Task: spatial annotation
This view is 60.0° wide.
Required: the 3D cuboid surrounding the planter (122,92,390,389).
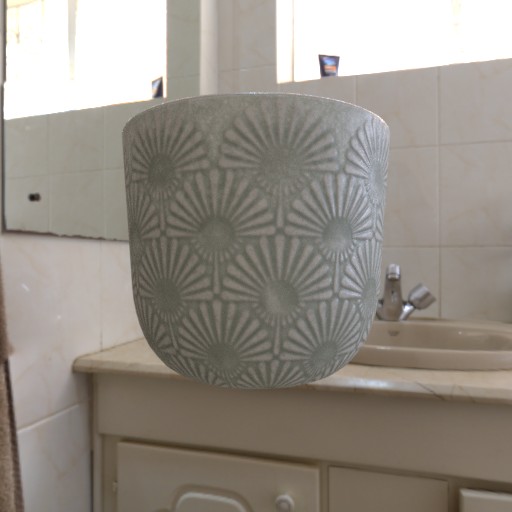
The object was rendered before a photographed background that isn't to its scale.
[{"bbox_3d":[0.000,0.000,0.291,0.170,0.152,0.170,0,-1,0],"label":"planter"}]
